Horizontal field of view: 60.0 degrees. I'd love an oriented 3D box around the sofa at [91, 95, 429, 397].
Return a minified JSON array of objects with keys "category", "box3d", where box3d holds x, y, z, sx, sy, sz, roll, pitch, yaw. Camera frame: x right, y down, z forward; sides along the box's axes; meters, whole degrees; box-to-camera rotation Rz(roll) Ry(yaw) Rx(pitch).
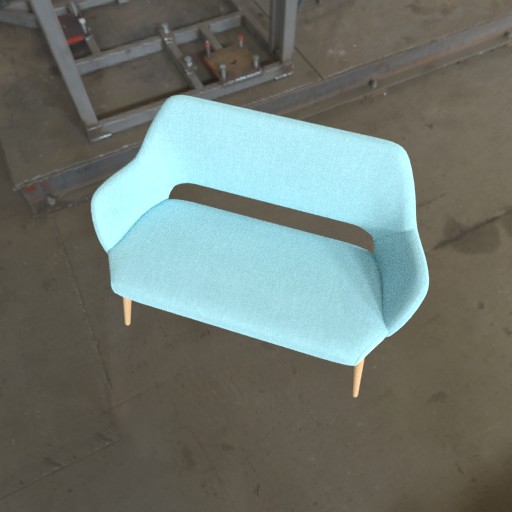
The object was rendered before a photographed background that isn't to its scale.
[{"category":"sofa","box3d":[0.000,0.000,1.657,1.150,0.840,0.610,15,61,9]}]
